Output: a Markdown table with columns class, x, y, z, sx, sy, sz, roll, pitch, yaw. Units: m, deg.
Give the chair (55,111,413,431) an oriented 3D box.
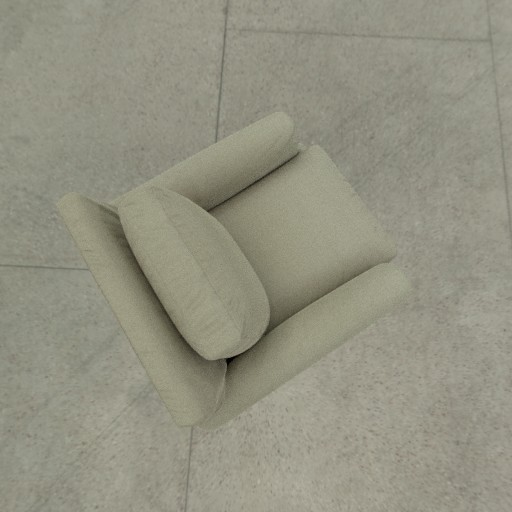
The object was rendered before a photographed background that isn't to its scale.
| class | x | y | z | sx | sy | sz | roll | pitch | yaw |
| --- | --- | --- | --- | --- | --- | --- | --- | --- | --- |
| chair | 0.000 | 0.000 | 1.772 | 1.066 | 0.866 | 0.940 | -32 | 77 | -8 |
